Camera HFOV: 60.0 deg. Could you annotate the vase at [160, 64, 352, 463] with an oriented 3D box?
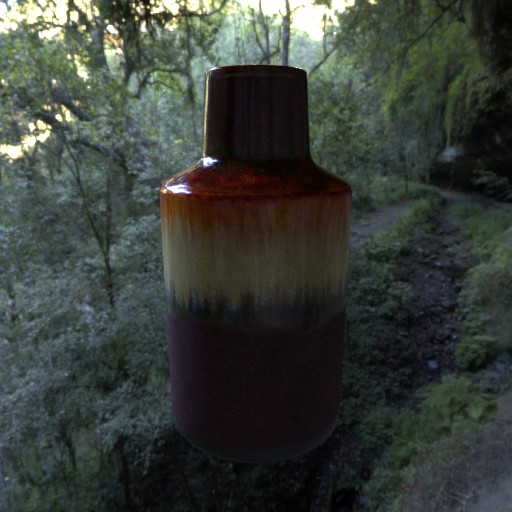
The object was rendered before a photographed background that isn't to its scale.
[{"bbox_3d":[0.000,0.000,0.263,0.108,0.204,0.108,0,16,0],"label":"vase"}]
